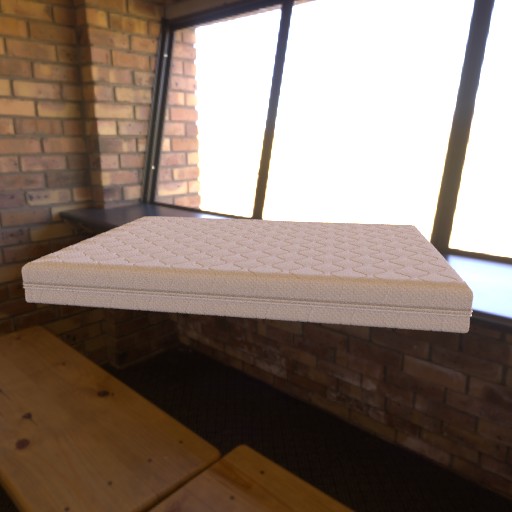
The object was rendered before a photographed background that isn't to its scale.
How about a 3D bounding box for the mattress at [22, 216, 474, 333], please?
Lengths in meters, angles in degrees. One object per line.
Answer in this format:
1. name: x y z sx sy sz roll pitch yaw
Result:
1. mattress: 0.000 0.000 2.587 2.000 0.200 1.400 3 15 10
